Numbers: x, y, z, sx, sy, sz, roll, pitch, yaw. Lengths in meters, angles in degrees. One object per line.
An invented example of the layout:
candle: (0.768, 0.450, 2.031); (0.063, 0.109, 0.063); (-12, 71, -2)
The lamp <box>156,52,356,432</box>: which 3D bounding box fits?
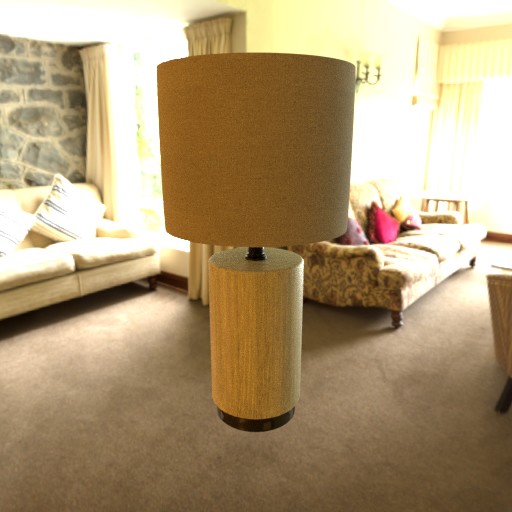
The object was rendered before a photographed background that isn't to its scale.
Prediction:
lamp: (0.000, 0.000, 0.570); (0.228, 0.444, 0.228); (-3, 15, -10)
